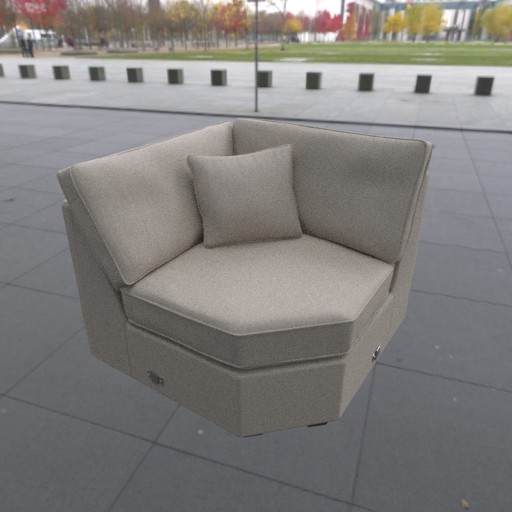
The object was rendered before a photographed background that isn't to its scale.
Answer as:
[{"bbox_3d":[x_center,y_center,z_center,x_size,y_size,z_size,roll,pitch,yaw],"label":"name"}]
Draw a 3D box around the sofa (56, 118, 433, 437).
[{"bbox_3d":[0.000,0.000,1.803,1.042,0.937,1.050,17,31,31],"label":"sofa"}]
